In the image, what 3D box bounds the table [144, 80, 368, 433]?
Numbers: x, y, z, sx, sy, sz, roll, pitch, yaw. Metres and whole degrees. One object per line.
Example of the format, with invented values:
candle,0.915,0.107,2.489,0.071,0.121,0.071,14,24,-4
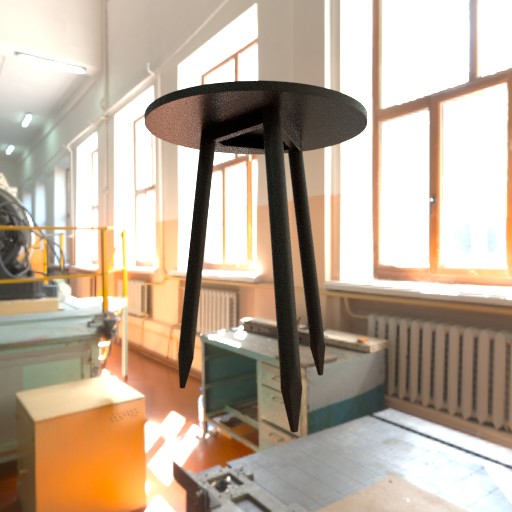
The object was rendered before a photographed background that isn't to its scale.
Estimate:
table,0.000,0.000,0.939,0.457,0.585,0.457,0,0,0
